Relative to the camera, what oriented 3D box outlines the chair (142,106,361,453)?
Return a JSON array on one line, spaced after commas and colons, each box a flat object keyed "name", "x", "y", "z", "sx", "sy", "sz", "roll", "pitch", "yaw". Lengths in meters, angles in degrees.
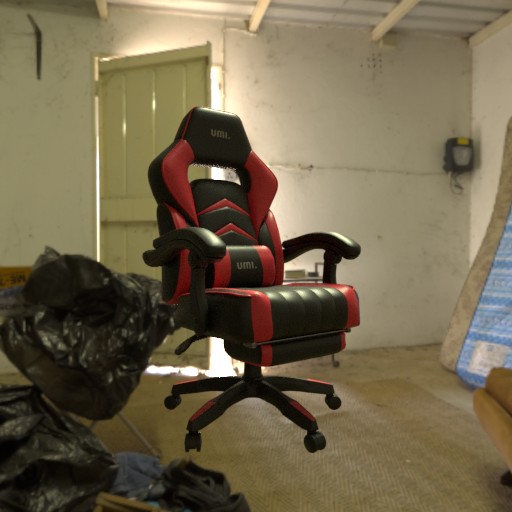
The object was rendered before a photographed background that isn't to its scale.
[{"name": "chair", "x": 0.000, "y": 0.000, "z": 1.651, "sx": 0.700, "sy": 1.220, "sz": 0.700, "roll": -1, "pitch": 1, "yaw": -36}]
